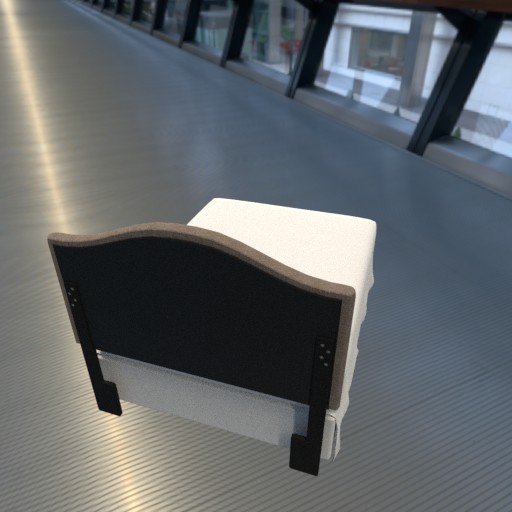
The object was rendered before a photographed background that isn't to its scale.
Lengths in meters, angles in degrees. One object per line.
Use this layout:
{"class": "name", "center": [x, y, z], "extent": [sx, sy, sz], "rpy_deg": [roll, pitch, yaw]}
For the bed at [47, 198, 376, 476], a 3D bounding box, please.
{"class": "bed", "center": [0.000, 0.000, 3.287], "extent": [1.713, 1.518, 2.153], "rpy_deg": [10, 33, 16]}
